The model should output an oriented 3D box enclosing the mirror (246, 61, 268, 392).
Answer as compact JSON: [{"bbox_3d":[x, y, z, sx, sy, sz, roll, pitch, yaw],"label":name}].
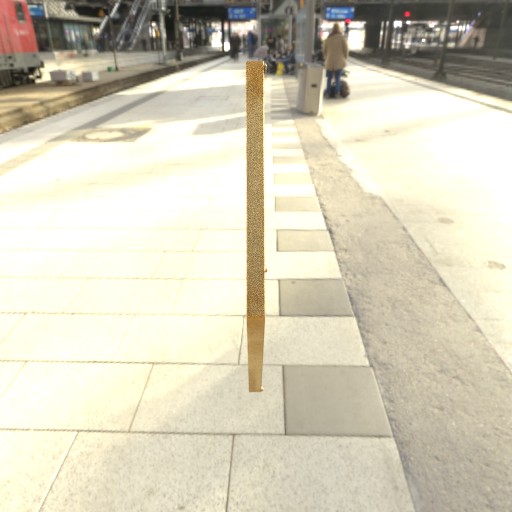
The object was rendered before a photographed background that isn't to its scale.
[{"bbox_3d":[0.000,0.000,0.844,0.032,0.679,0.419,0,26,0],"label":"mirror"}]
